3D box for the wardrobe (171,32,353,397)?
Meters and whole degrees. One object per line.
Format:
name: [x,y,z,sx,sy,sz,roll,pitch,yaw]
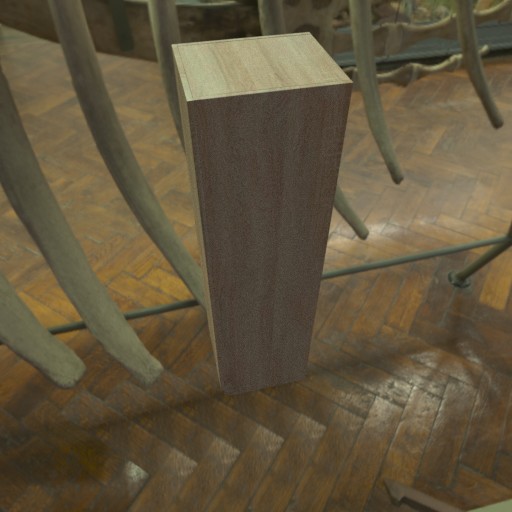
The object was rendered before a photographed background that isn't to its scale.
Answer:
wardrobe: [0.000,0.000,2.441,0.588,2.117,0.496,-10,47,-9]
